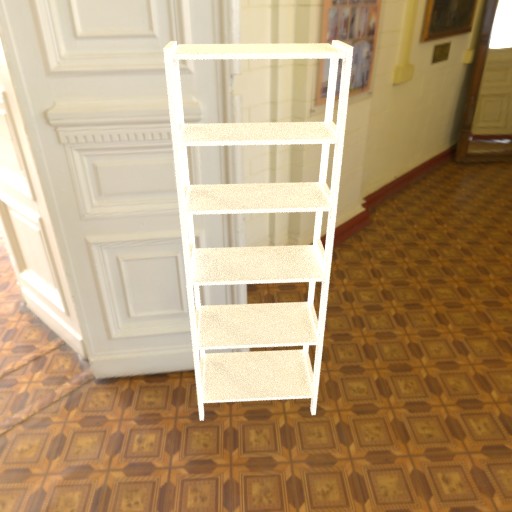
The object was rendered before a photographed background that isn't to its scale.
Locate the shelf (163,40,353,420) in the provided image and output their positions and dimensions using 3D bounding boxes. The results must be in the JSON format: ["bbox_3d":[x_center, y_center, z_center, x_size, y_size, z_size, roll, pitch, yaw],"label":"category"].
[{"bbox_3d":[0.000,0.000,2.167,0.660,1.892,0.381,-2,31,-3],"label":"shelf"}]
